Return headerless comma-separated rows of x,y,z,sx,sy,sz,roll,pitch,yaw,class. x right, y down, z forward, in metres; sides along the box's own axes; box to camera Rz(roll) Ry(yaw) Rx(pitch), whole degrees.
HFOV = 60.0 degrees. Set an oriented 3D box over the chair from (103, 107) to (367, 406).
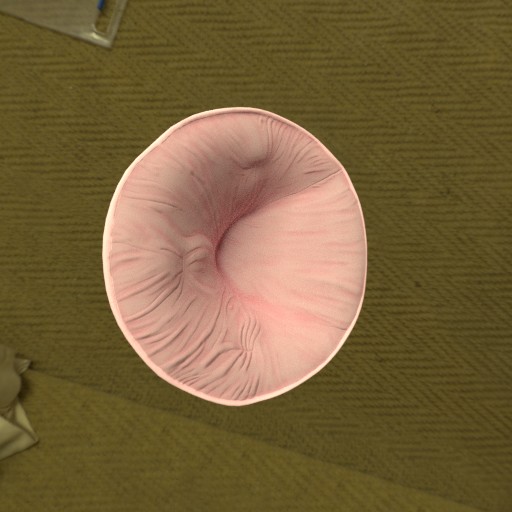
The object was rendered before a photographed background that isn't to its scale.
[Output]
0.000,0.000,0.900,0.459,0.494,0.522,0,90,0,chair
